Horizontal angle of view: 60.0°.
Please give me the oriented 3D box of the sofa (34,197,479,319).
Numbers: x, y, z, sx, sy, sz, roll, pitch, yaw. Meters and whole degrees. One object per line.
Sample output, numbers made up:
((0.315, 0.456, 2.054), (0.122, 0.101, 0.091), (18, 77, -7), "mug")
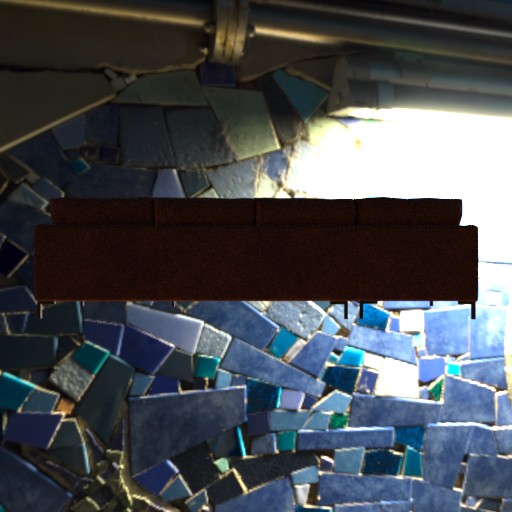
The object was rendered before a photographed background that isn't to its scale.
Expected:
((0.000, 0.000, 3.587), (2.736, 0.757, 1.879), (0, 0, 0), "sofa")
